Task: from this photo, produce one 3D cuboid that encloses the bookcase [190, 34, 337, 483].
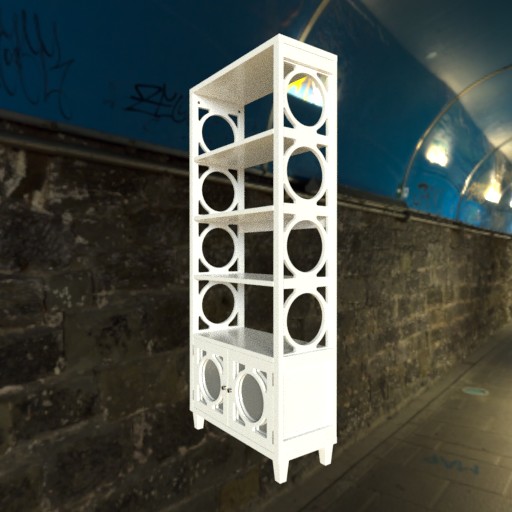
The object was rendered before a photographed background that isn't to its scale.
[{"bbox_3d":[0.000,0.000,2.183,0.361,1.869,0.761,0,1,-36],"label":"bookcase"}]
